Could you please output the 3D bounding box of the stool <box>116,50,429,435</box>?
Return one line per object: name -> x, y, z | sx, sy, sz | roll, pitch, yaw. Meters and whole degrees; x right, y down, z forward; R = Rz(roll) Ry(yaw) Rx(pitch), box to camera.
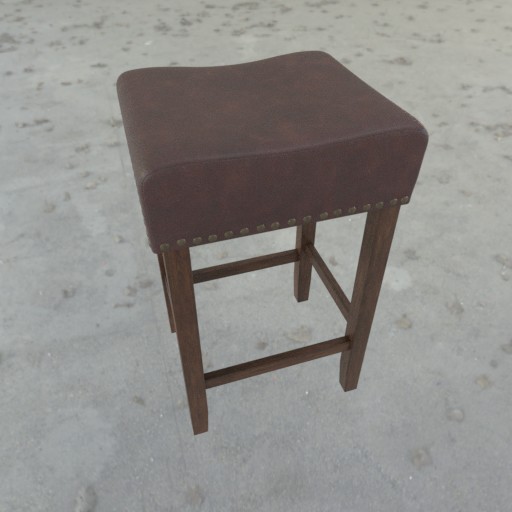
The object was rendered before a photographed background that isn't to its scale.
stool -> 0.000, 0.000, 1.030 | 0.465, 0.769, 0.401 | -12, 43, -13
